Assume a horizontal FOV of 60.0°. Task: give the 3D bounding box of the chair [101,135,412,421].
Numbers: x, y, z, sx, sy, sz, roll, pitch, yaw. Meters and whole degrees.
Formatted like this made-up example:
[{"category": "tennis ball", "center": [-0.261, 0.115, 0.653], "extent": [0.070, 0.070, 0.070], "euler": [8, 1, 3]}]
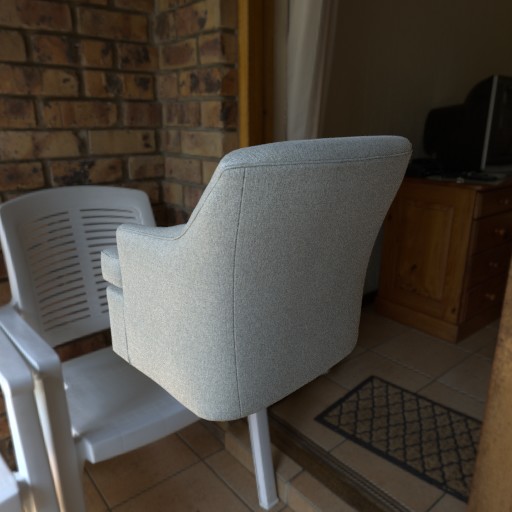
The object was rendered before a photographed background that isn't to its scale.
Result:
[{"category": "chair", "center": [0.000, 0.000, 1.607], "extent": [0.923, 0.856, 0.864], "euler": [16, 23, 42]}]
